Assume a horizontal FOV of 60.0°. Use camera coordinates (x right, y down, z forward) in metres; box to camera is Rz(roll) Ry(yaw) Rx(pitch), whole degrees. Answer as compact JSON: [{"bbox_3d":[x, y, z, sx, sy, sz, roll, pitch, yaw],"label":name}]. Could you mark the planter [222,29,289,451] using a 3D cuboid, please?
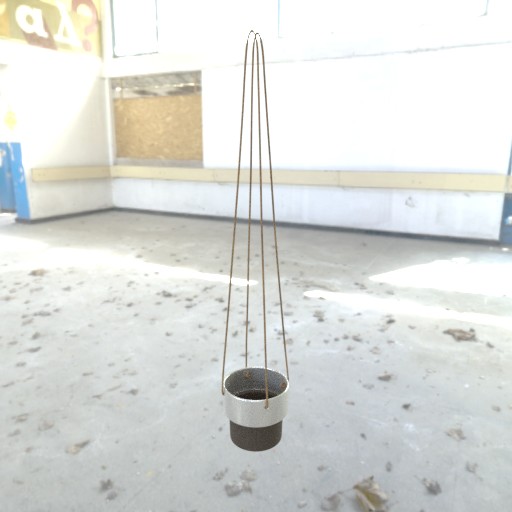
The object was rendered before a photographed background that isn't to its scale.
[{"bbox_3d":[0.000,0.000,1.158,0.187,1.073,0.187,7,16,27],"label":"planter"}]
